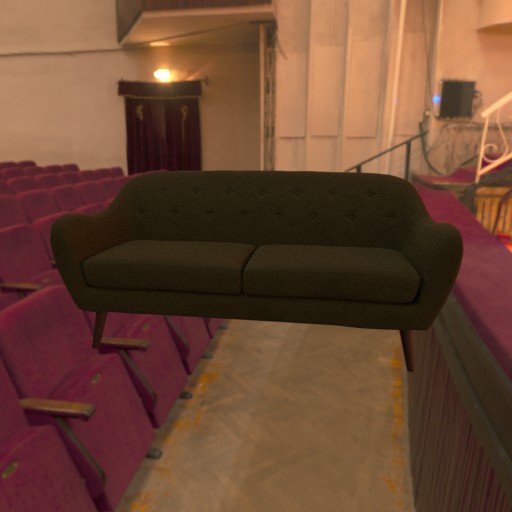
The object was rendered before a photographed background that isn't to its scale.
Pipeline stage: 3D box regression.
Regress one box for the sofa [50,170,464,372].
[{"bbox_3d":[0.000,0.000,2.316,1.840,0.836,0.820,2,14,9],"label":"sofa"}]
